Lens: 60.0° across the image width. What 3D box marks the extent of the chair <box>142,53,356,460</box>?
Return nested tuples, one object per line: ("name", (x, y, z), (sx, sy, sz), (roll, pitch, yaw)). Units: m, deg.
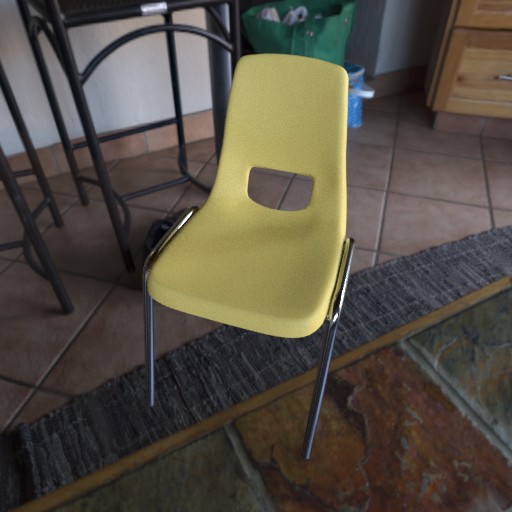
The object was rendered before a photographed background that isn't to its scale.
("chair", (0.000, 0.000, 0.893), (0.381, 0.653, 0.436), (13, 43, 14))
